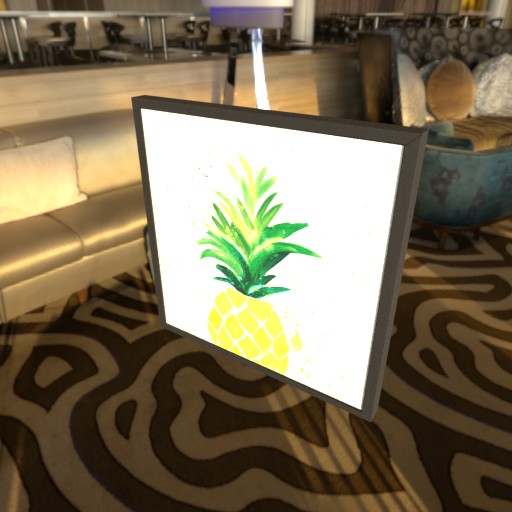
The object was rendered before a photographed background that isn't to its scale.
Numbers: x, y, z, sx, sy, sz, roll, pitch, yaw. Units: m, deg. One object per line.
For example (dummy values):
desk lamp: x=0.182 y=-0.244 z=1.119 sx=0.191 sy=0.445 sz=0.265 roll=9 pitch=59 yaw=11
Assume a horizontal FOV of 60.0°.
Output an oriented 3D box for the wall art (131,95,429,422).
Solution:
wall art: x=0.000 y=0.000 z=0.800 sx=0.508 sy=0.507 sz=0.033 roll=17 pitch=33 yaw=29
